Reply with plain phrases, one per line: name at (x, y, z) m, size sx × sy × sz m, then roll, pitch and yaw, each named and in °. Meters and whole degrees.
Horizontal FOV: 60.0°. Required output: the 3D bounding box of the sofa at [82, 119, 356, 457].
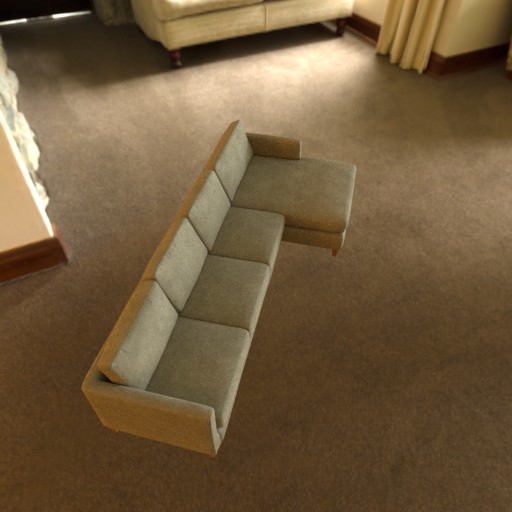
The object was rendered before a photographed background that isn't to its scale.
sofa at (0.000, 0.000, 4.159) m, size 1.604 × 0.950 × 3.471 m, roll 10°, pitch 46°, yaw 10°
